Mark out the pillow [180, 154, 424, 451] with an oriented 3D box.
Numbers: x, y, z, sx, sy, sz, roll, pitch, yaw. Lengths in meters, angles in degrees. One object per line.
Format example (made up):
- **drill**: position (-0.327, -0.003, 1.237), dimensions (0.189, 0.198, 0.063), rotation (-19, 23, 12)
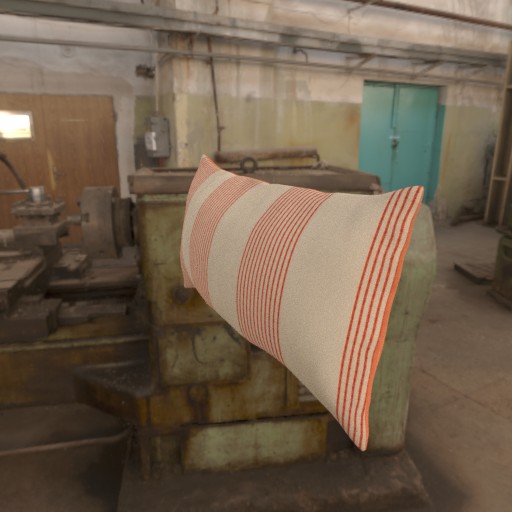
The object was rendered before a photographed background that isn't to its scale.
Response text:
- **pillow**: position (0.000, 0.000, 0.717), dimensions (0.156, 0.292, 0.608), rotation (-8, 18, -26)
